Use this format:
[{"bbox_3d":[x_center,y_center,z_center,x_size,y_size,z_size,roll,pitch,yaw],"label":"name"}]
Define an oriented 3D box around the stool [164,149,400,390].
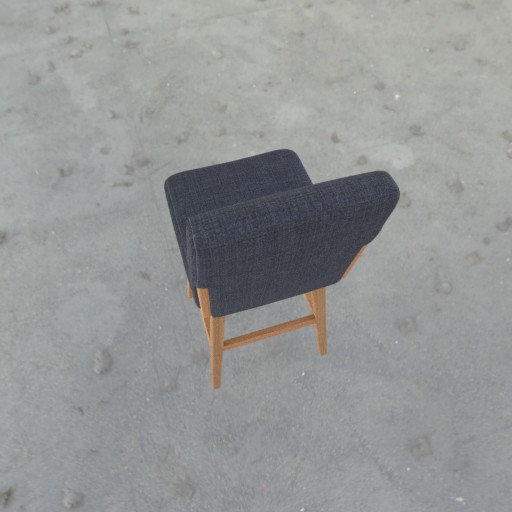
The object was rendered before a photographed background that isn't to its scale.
[{"bbox_3d":[0.000,0.000,1.412,0.483,1.112,0.570,-15,59,-9],"label":"stool"}]
